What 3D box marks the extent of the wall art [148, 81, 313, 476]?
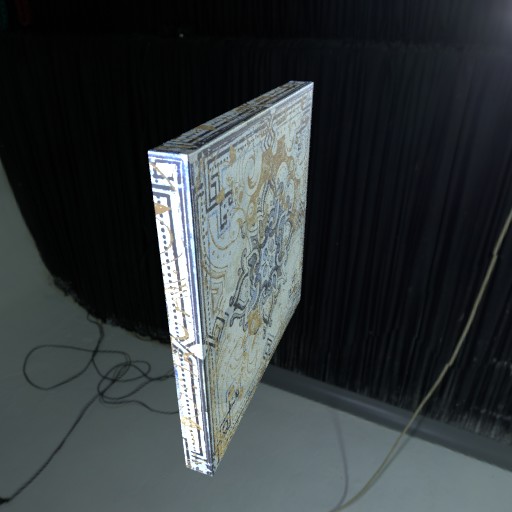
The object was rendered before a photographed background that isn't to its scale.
[{"bbox_3d":[0.000,0.000,0.627,0.038,0.410,0.411,10,31,18],"label":"wall art"}]
